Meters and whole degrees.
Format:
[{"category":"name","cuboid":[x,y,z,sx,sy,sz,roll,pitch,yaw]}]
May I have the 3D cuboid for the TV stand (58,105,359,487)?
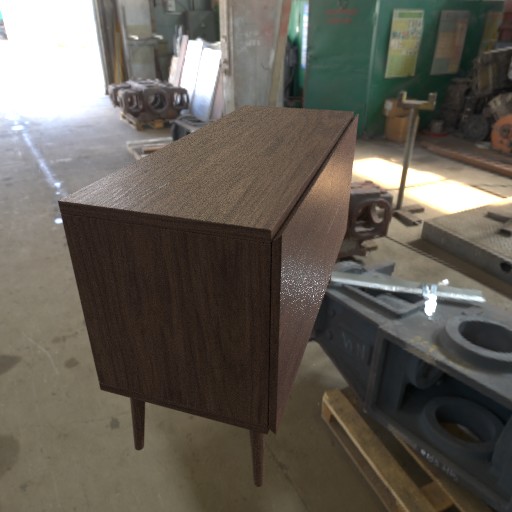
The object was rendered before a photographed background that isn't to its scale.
[{"category":"TV stand","cuboid":[0.000,0.000,1.287,0.405,0.660,0.990,9,30,16]}]
